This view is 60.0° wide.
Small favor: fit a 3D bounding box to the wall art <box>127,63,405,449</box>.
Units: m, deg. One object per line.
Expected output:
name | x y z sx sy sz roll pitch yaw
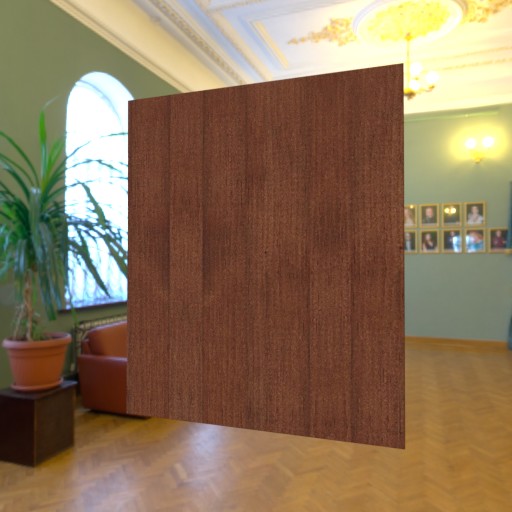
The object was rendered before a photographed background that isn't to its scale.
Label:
wall art | 0.000 0.000 0.594 0.377 0.449 0.039 0 -1 19
